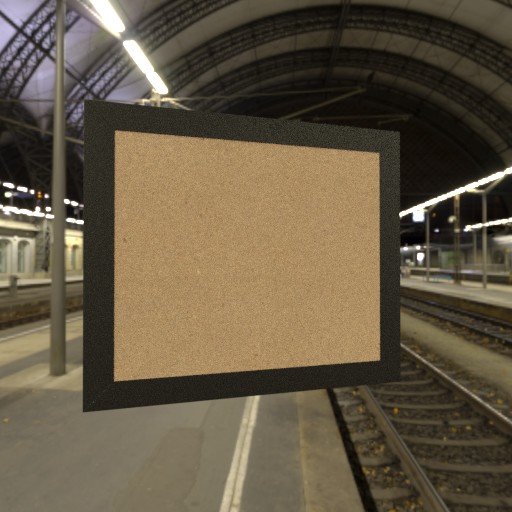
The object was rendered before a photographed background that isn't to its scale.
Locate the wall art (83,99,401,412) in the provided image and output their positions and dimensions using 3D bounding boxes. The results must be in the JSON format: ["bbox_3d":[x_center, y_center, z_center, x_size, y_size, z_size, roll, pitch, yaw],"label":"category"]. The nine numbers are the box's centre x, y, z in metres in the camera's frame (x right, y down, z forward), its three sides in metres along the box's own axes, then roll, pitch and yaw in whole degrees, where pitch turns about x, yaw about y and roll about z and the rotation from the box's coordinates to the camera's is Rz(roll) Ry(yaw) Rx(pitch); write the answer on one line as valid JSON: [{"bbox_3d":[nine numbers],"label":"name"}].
[{"bbox_3d":[0.000,0.000,0.525,0.381,0.321,0.028,0,-1,-18],"label":"wall art"}]
